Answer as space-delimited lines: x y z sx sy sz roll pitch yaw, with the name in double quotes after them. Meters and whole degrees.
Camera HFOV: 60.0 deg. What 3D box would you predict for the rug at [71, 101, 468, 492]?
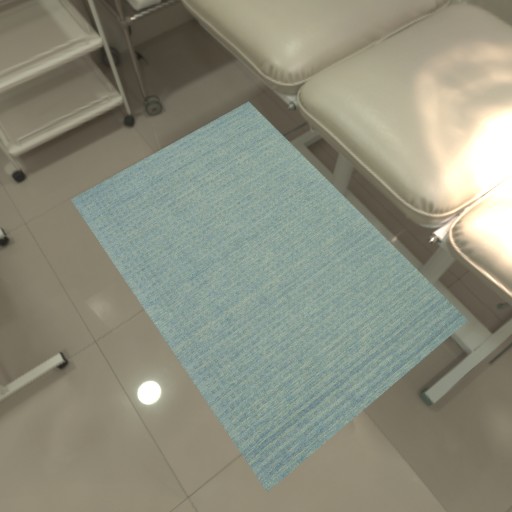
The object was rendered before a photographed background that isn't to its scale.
0.000 0.000 3.724 1.982 0.006 2.895 -34 68 -15 "rug"
